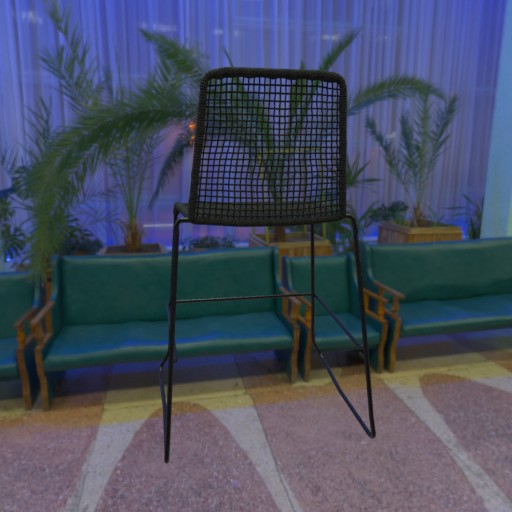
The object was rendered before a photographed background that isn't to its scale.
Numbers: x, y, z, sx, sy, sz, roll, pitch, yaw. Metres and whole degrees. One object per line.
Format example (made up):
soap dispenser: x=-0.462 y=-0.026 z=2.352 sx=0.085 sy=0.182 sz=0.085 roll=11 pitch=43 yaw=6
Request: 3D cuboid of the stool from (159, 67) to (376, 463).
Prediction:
stool: x=0.000 y=0.000 z=1.246 sx=0.590 sy=0.905 sz=0.509 roll=-2 pitch=13 yaw=-10
